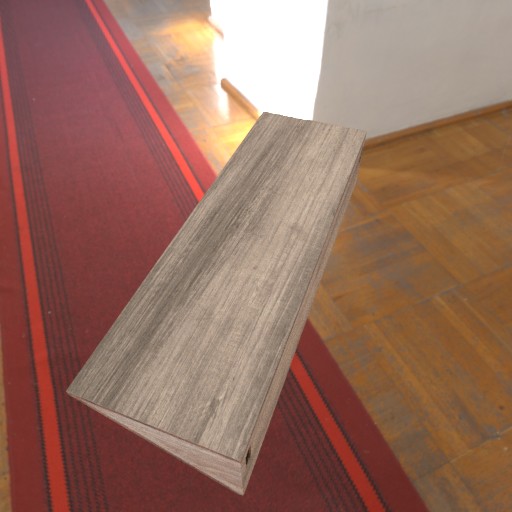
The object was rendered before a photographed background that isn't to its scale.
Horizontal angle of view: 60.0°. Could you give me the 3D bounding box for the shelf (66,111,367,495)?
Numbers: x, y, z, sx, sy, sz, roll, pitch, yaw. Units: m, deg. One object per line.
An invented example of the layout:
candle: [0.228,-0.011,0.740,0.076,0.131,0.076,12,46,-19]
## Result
shelf: [0.000,0.000,0.683,0.200,0.125,0.610,16,50,14]
